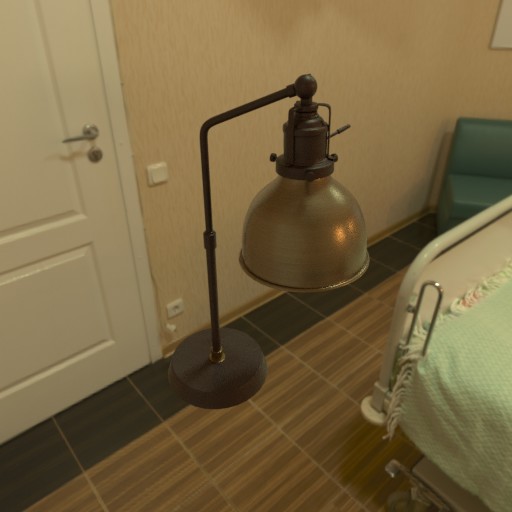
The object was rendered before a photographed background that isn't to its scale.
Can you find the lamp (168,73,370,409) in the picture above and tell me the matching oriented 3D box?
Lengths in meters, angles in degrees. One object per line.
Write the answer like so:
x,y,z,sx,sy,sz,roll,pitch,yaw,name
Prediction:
0.000,0.000,0.604,0.298,0.469,0.175,11,33,17,lamp
